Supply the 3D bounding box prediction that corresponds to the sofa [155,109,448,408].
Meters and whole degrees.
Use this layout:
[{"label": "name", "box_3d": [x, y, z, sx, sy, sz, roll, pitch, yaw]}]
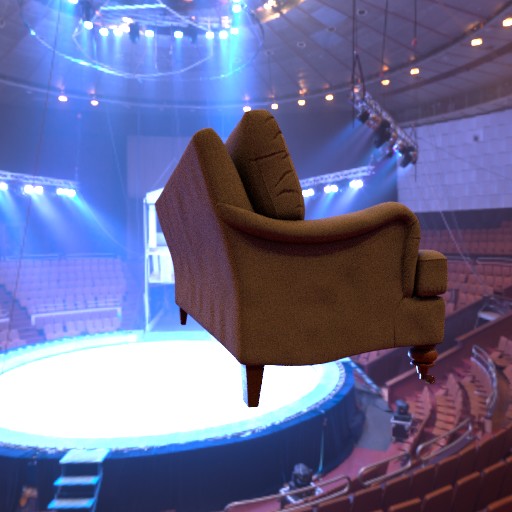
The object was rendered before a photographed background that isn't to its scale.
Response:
[{"label": "sofa", "box_3d": [0.000, 0.000, 2.680, 1.069, 1.096, 2.193, 0, 0, -16]}]
